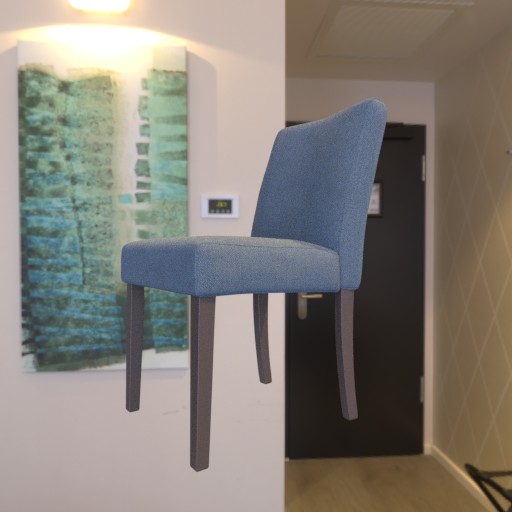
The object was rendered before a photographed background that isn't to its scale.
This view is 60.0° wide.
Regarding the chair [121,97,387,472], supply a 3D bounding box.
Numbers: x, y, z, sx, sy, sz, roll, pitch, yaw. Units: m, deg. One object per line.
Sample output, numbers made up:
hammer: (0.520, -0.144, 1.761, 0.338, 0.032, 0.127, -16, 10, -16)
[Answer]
chair: (0.000, 0.000, 1.255, 0.629, 0.882, 0.487, -1, 1, -35)
